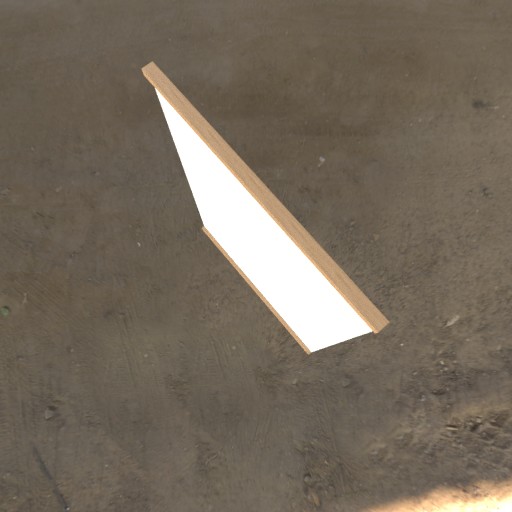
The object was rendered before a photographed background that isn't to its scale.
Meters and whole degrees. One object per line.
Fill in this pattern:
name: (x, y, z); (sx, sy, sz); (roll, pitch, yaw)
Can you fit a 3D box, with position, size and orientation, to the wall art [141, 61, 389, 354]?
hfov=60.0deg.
wall art: (0.000, 0.000, 1.303); (0.027, 1.020, 0.669); (-39, 79, -9)
